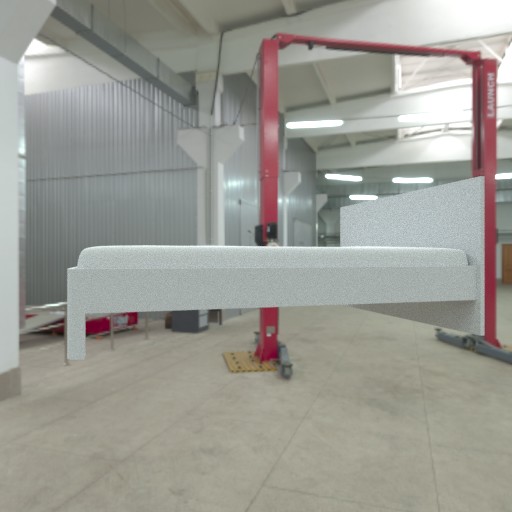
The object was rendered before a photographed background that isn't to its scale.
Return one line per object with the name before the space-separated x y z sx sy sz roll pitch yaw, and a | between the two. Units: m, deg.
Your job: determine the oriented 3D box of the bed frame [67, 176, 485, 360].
bed frame | 0.000 0.000 2.660 1.950 0.800 1.490 0 0 -17
